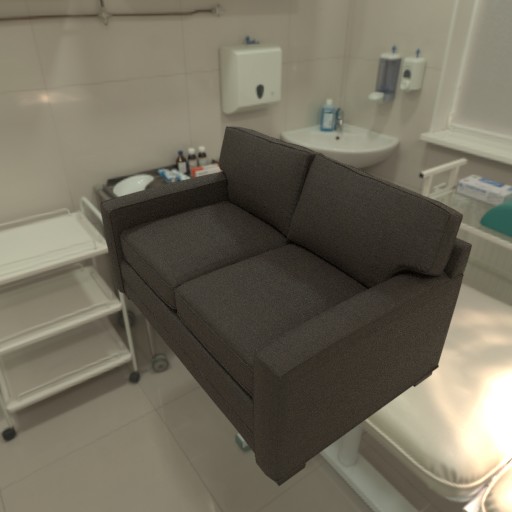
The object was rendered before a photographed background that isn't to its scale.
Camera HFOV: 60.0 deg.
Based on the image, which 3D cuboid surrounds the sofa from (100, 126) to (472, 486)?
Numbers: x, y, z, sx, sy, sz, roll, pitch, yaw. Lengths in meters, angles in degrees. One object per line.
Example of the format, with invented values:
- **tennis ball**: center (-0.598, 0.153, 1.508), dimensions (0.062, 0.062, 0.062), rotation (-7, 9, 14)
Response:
- **sofa**: center (0.000, 0.000, 2.120), dimensions (0.974, 0.887, 1.534), rotation (-21, 37, -30)
